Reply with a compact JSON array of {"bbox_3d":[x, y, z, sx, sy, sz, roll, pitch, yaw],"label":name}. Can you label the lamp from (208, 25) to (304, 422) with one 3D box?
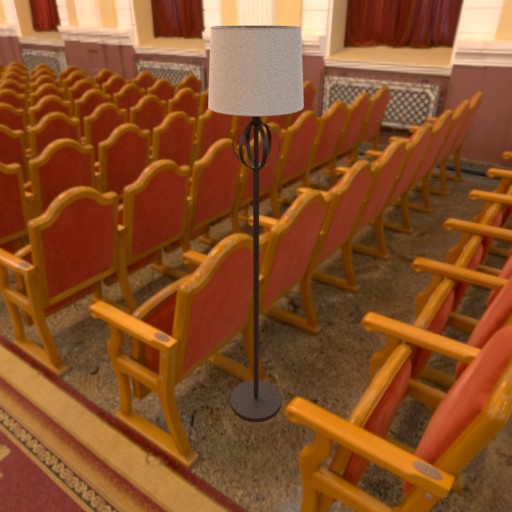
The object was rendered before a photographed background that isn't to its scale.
[{"bbox_3d":[0.000,0.000,1.590,0.286,1.462,0.286,20,34,31],"label":"lamp"}]
